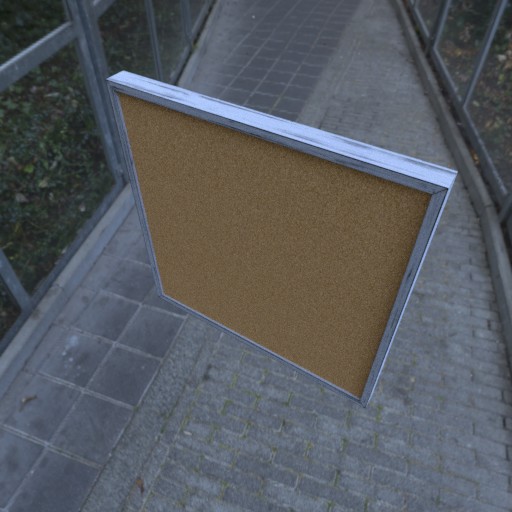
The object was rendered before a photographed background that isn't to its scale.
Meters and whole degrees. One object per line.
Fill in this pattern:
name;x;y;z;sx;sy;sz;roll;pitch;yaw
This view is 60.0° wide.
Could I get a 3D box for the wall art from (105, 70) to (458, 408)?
wall art;0.000;0.000;0.754;0.506;0.506;0.038;24;50;22
